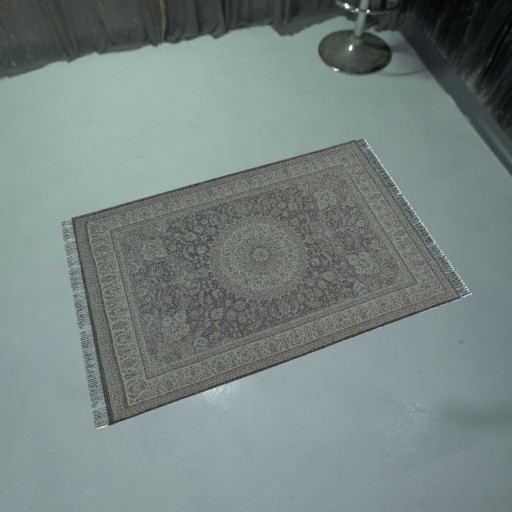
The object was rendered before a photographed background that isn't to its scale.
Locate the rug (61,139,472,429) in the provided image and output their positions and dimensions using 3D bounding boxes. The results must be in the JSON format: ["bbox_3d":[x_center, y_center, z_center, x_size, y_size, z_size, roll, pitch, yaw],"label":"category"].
[{"bbox_3d":[0.000,0.000,3.037,2.440,0.010,1.528,-17,60,-10],"label":"rug"}]
